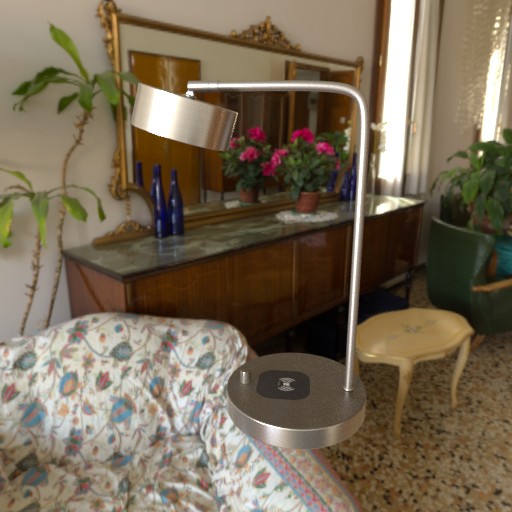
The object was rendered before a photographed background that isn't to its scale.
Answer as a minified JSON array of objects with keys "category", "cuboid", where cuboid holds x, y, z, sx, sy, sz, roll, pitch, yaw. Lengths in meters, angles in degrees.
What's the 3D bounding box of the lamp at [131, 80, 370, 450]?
[{"category":"lamp","cuboid":[0.000,0.000,0.632,0.334,0.469,0.211,2,16,8]}]
